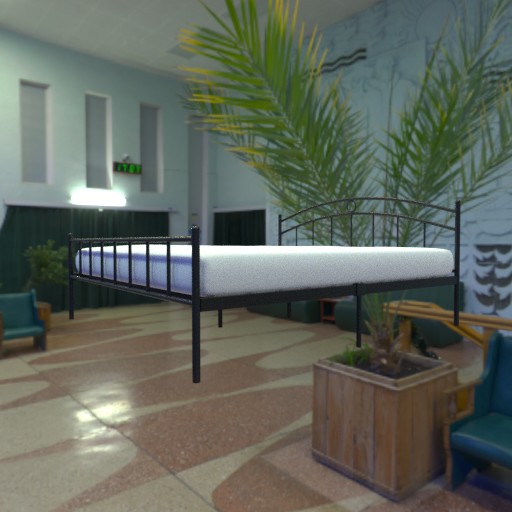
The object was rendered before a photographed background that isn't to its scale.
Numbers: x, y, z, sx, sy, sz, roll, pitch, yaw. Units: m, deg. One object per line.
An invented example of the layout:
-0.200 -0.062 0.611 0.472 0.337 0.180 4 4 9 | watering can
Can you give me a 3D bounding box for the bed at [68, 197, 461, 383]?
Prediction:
0.000 0.000 3.120 2.040 0.940 1.880 -1 2 -37 | bed
